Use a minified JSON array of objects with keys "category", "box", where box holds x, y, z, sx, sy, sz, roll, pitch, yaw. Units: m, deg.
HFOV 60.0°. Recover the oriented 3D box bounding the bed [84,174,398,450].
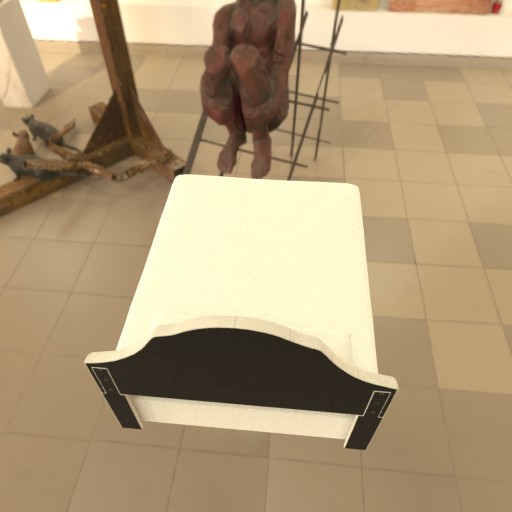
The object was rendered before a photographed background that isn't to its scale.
[{"category":"bed","box":[0.000,0.000,3.751,2.039,1.617,2.477,4,48,3]}]
